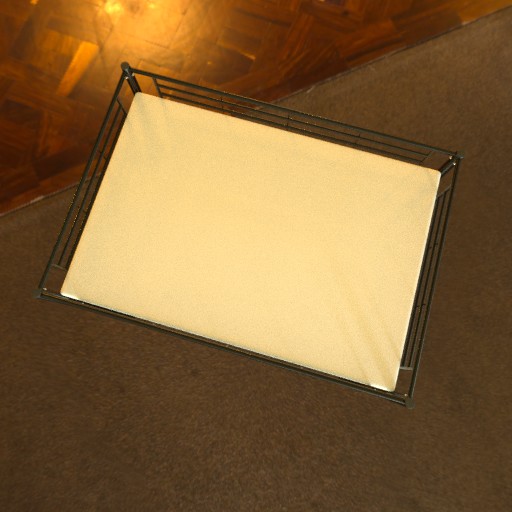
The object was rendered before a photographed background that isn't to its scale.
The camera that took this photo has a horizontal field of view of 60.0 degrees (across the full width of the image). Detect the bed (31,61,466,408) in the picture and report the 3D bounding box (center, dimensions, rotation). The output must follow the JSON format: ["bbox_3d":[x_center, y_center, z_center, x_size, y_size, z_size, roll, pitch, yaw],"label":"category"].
[{"bbox_3d":[0.000,0.000,3.205,1.994,1.803,1.397,16,79,3],"label":"bed"}]
